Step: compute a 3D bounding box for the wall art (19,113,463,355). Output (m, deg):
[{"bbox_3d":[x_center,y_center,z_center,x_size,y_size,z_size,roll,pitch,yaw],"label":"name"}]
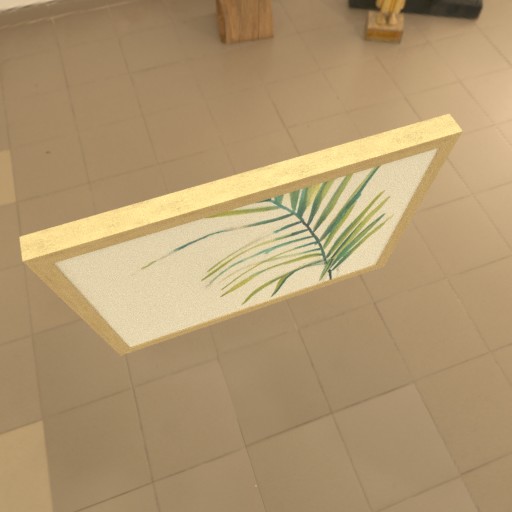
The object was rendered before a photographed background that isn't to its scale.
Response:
[{"bbox_3d":[0.000,0.000,0.682,0.532,0.380,0.032,-18,64,-9],"label":"wall art"}]
